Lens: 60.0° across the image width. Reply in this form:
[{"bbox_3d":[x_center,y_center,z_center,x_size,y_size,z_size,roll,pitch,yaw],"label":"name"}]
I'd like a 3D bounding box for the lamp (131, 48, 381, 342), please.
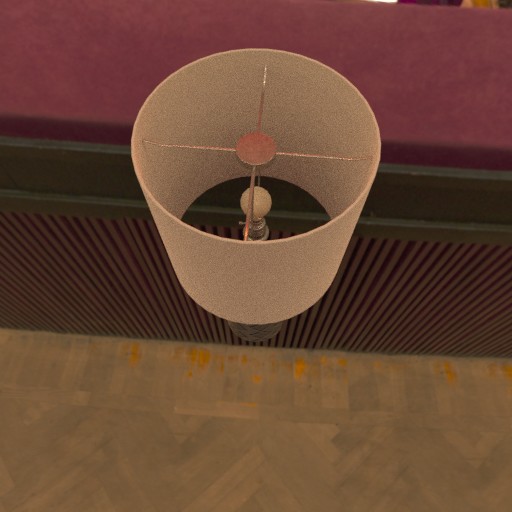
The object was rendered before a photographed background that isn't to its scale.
[{"bbox_3d":[0.000,0.000,0.575,0.207,0.461,0.207,5,64,2],"label":"lamp"}]
